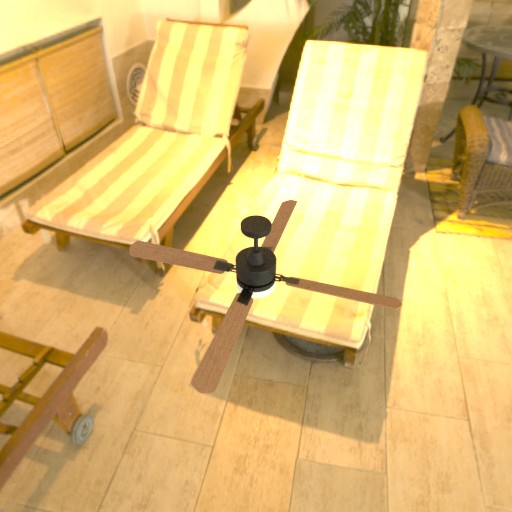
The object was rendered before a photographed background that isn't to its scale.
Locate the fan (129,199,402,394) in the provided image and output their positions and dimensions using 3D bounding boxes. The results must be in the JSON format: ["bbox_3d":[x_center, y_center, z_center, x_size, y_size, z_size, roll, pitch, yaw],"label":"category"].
[{"bbox_3d":[0.000,0.000,1.995,1.320,0.355,1.320,11,41,13],"label":"fan"}]
